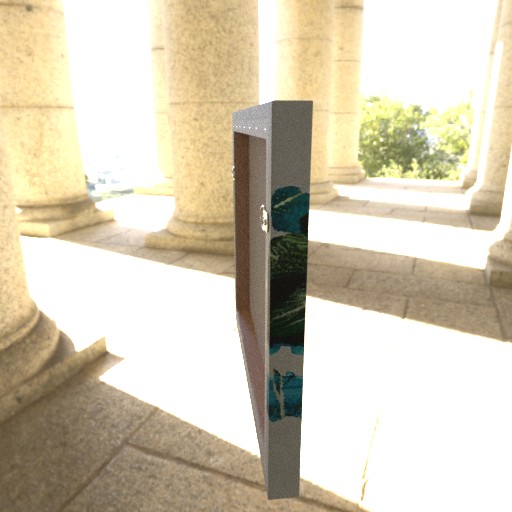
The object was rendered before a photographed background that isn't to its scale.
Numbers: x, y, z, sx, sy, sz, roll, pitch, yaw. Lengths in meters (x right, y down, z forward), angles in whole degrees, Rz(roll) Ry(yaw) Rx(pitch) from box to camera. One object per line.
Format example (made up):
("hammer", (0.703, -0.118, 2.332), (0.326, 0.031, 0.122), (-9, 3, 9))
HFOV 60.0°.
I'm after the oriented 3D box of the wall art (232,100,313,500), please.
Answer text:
("wall art", (0.000, 0.000, 0.690), (0.041, 0.435, 0.507), (-2, 17, -7))
